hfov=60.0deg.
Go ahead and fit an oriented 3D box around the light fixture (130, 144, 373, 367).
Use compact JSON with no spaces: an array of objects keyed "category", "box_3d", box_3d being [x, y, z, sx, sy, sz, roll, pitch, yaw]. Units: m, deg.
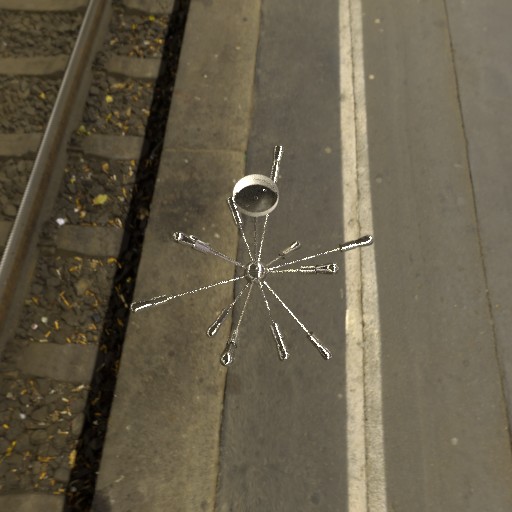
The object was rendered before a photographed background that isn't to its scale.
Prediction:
[{"category":"light fixture","box_3d":[0.000,0.000,1.096,0.684,0.558,0.509,-16,66,-7]}]
